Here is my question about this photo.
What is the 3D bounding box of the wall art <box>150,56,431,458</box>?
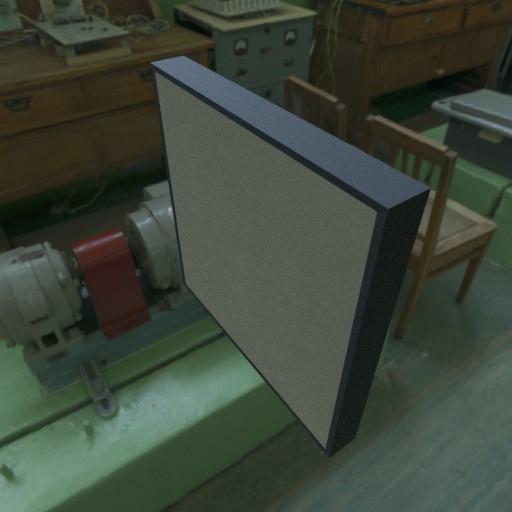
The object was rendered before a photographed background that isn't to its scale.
[{"bbox_3d":[0.000,0.000,0.442,0.036,0.300,0.302,-25,47,-26],"label":"wall art"}]
